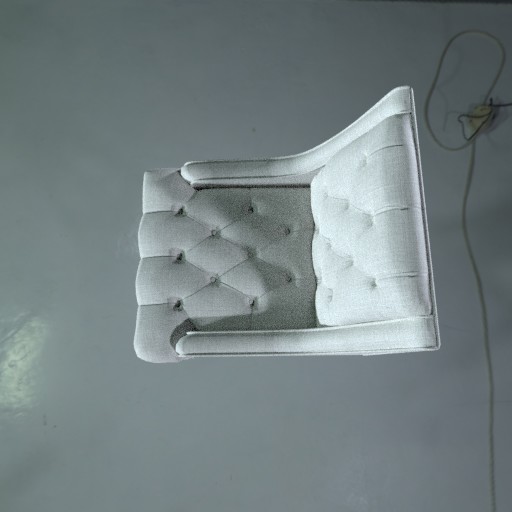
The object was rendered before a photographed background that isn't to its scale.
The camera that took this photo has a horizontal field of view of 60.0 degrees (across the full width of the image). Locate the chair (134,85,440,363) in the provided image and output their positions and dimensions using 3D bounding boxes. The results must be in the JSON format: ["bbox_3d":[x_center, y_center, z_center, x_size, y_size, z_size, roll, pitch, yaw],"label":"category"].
[{"bbox_3d":[0.000,0.000,1.417,0.772,0.891,0.658,-1,76,0],"label":"chair"}]
